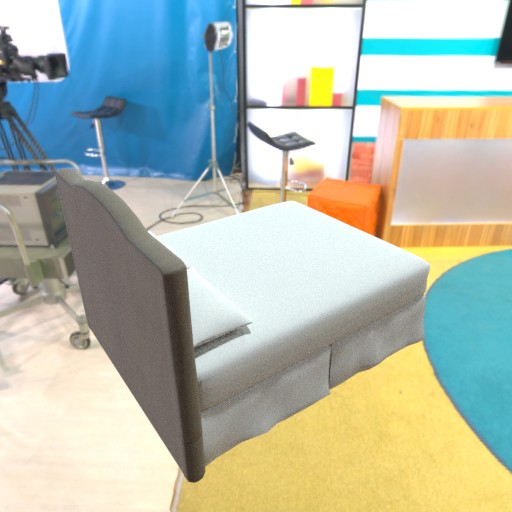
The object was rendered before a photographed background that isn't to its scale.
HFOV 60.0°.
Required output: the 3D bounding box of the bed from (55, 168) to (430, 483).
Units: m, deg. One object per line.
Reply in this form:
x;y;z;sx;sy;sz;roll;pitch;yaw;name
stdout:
0.000;0.000;3.200;2.128;1.441;1.744;-19;34;-31;bed
